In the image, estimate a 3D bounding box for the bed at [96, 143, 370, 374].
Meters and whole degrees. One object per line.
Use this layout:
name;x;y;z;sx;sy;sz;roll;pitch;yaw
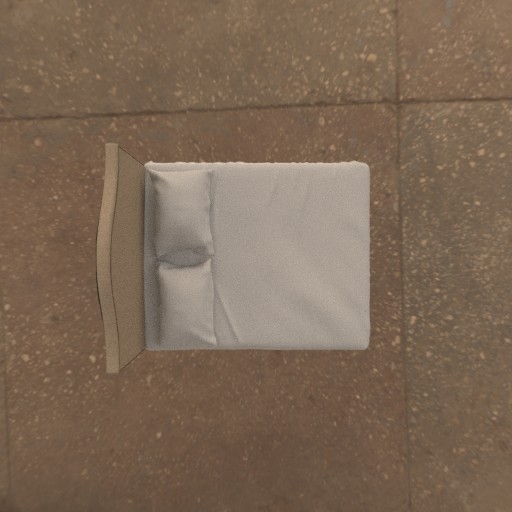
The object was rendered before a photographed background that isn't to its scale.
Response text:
bed;0.000;0.000;3.665;2.221;1.645;1.876;0;91;0
